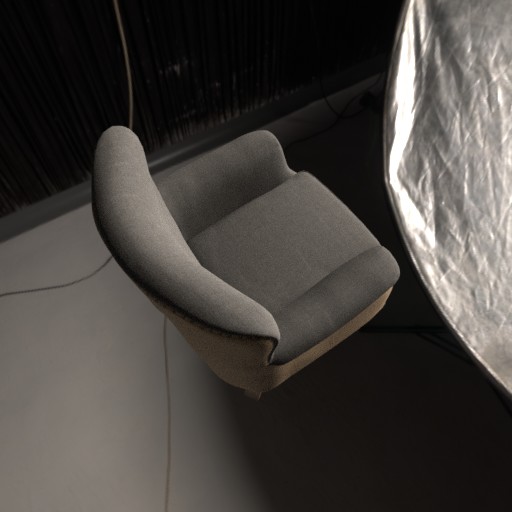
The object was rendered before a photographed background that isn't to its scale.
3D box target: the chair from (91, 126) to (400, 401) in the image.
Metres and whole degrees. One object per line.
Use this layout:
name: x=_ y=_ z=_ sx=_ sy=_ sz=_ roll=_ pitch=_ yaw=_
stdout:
chair: x=0.000 y=0.000 z=1.650 sx=0.921 sy=0.936 sz=0.861 roll=-30 pitch=62 yaw=-17
